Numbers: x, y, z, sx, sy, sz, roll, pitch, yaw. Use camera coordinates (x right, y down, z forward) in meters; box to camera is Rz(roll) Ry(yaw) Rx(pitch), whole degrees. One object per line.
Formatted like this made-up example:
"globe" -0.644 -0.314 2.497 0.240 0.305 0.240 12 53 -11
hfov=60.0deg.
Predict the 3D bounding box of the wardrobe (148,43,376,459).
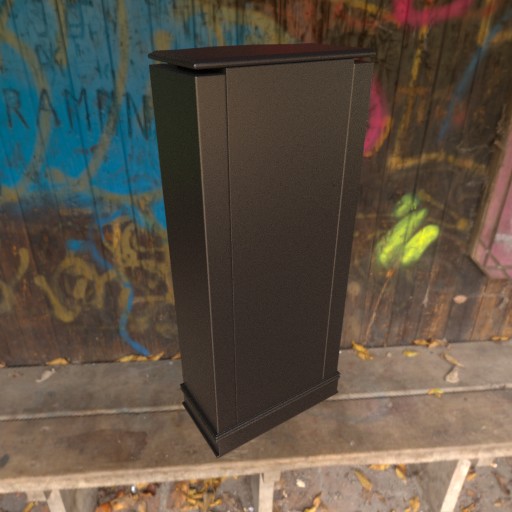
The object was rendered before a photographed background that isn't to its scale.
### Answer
"wardrobe" 0.000 0.000 1.189 0.444 1.011 0.295 -18 34 -28
